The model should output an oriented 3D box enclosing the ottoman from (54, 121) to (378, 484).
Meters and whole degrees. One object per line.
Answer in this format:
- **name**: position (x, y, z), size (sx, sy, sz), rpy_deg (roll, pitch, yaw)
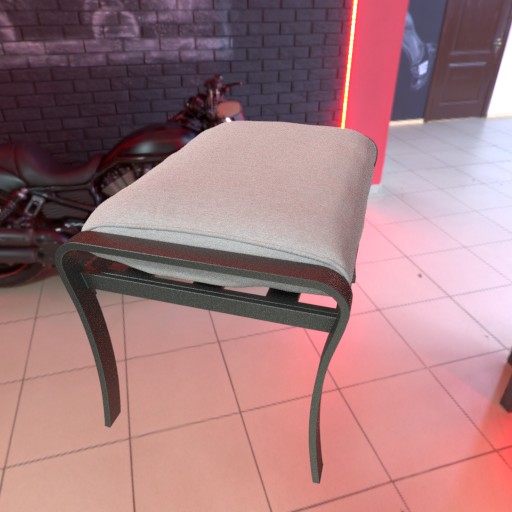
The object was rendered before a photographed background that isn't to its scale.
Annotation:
- **ottoman**: position (0.000, 0.000, 0.885), size (0.406, 0.422, 0.610), rpy_deg (9, 32, 14)
